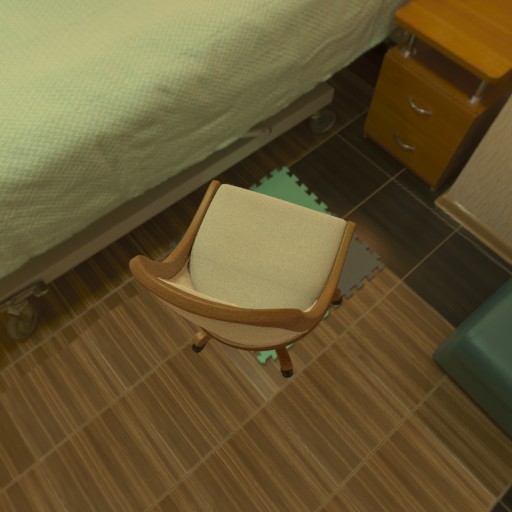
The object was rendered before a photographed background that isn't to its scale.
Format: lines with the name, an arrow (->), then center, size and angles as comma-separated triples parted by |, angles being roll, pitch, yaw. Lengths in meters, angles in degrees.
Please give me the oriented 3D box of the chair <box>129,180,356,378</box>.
chair -> 0.000, 0.000, 1.523 | 0.702, 1.009, 0.811 | 18, 64, 9
